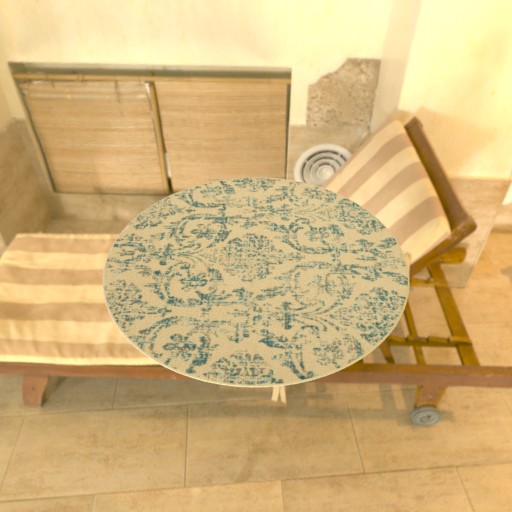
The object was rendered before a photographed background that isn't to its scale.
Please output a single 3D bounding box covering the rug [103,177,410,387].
[{"bbox_3d":[0.000,0.000,2.376,1.593,0.012,1.593,0,41,0],"label":"rug"}]
